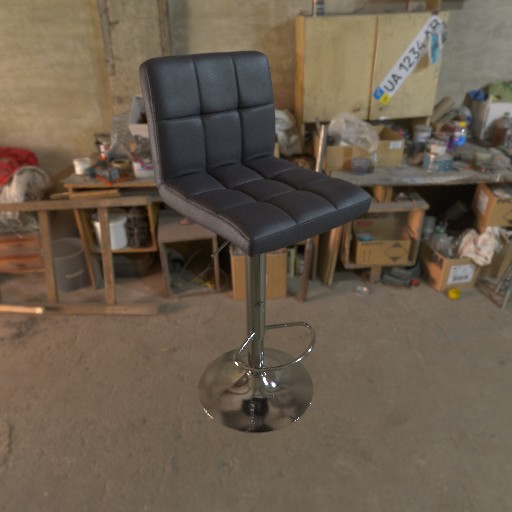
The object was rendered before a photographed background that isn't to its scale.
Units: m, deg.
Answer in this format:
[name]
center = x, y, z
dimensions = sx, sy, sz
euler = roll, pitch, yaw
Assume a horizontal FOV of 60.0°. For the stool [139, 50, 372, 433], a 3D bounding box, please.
[stool]
center = 0.000, 0.000, 1.371
dimensions = 0.430, 1.115, 0.505
euler = -21, 36, -32
